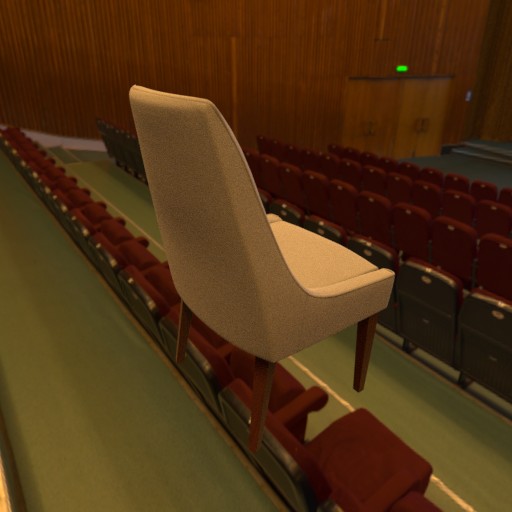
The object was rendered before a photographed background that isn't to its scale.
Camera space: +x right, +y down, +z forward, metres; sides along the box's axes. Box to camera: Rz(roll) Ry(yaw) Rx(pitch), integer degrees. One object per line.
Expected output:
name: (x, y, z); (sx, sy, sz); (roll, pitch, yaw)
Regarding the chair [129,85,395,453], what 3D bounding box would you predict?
chair: (0.000, 0.000, 1.188); (0.544, 0.861, 0.529); (-17, 31, -31)
